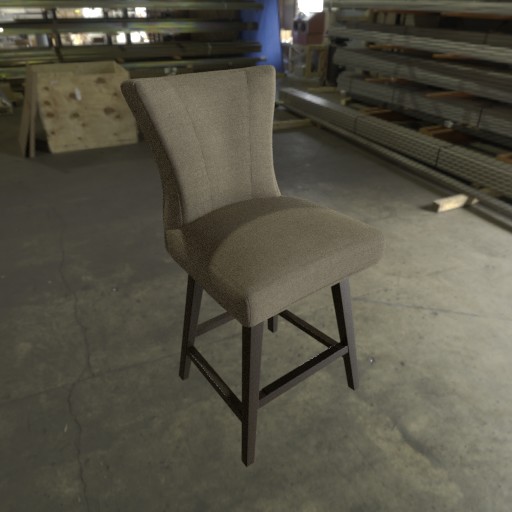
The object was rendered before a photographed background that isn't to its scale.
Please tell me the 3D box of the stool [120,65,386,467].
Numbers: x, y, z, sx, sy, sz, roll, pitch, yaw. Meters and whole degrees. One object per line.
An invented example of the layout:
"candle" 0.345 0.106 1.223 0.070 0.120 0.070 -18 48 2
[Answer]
"stool" 0.000 0.000 1.349 0.514 1.000 0.574 -22 37 -32
